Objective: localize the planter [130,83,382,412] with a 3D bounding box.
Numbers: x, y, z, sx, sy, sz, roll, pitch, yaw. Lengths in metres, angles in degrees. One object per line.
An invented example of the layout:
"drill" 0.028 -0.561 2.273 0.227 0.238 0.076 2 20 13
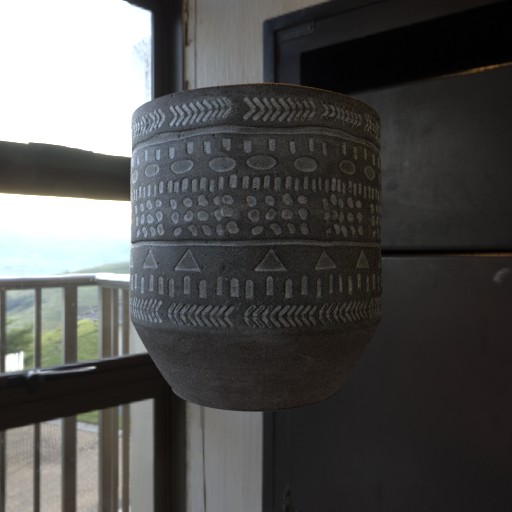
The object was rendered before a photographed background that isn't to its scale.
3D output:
"planter" 0.000 0.000 0.260 0.142 0.149 0.142 0 0 0
